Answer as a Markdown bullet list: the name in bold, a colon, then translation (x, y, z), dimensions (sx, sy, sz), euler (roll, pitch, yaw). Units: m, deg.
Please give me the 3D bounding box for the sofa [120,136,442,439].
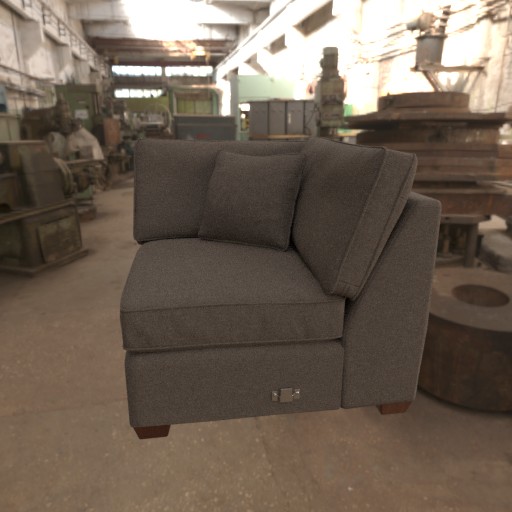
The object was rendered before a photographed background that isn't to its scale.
- **sofa**: translation (0.000, 0.000, 1.959), dimensions (1.084, 1.002, 1.146), euler (-3, 17, -9)
